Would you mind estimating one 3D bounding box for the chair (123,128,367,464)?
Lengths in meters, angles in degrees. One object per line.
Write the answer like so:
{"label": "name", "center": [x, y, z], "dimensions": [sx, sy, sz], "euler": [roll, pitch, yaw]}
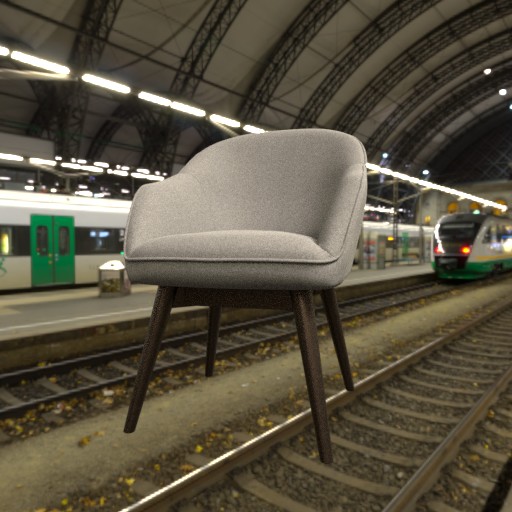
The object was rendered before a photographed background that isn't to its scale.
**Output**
{"label": "chair", "center": [0.000, 0.000, 1.193], "dimensions": [0.589, 0.810, 0.611], "euler": [1, 2, 18]}
